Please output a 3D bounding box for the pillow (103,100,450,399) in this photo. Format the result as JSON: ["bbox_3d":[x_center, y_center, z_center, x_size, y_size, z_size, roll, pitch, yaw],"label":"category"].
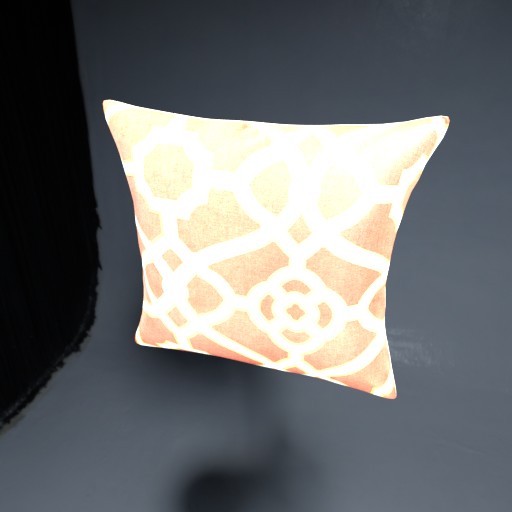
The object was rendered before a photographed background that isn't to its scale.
[{"bbox_3d":[0.000,0.000,0.790,0.552,0.508,0.166,8,28,16],"label":"pillow"}]
